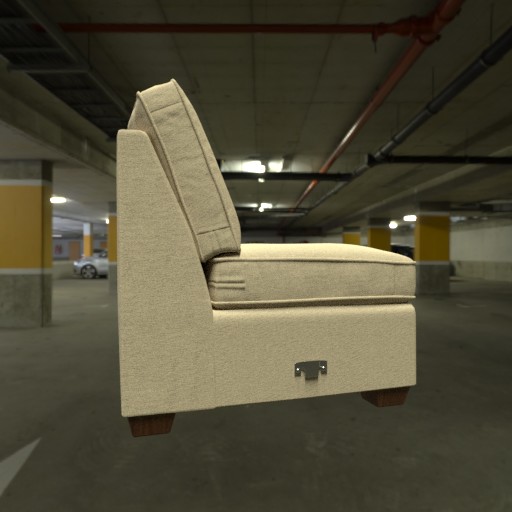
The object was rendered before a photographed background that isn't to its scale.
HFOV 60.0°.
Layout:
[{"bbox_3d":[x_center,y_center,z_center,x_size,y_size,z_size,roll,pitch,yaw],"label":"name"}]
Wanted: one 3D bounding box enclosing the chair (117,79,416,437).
[{"bbox_3d":[0.000,0.000,1.566,0.938,0.970,0.621,0,0,-18],"label":"chair"}]
